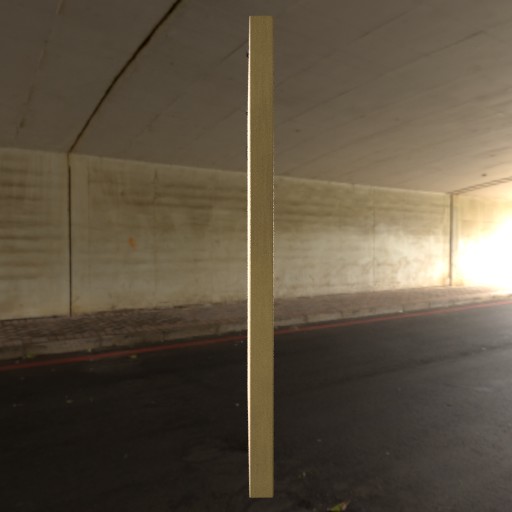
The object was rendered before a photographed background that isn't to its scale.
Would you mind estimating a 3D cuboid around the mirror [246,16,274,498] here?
[{"bbox_3d":[0.000,0.000,0.906,0.040,0.710,0.507,0,1,-1],"label":"mirror"}]
